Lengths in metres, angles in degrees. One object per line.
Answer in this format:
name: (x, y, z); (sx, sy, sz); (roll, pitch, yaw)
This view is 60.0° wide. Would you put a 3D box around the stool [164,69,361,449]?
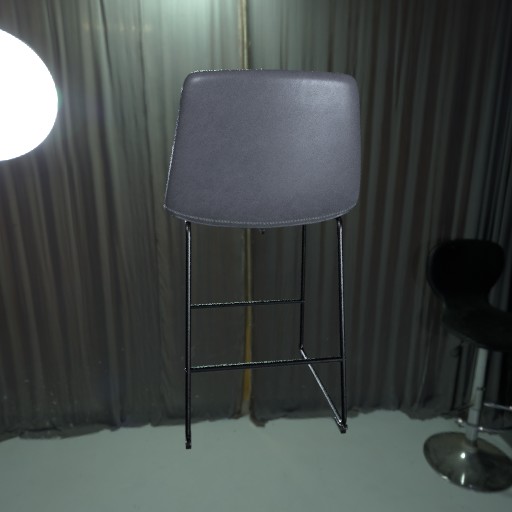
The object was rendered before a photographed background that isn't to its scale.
stool: (0.000, 0.000, 1.204); (0.470, 0.876, 0.546); (-2, 15, -8)
